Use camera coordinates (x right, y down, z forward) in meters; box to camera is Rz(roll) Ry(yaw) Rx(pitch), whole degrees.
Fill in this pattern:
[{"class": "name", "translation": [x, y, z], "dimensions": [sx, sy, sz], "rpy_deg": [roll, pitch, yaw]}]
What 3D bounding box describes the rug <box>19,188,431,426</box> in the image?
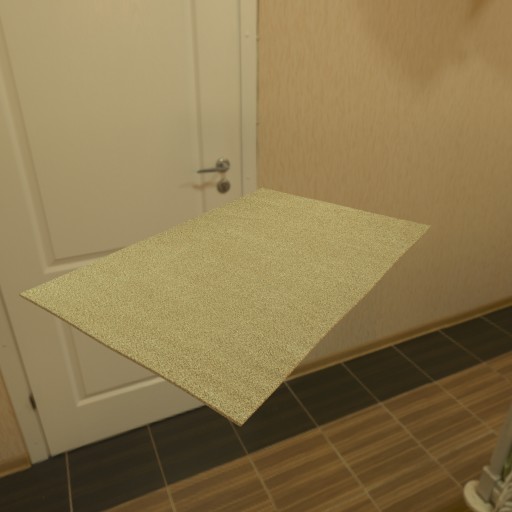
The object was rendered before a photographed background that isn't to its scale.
[{"class": "rug", "translation": [0.000, 0.000, 3.352], "dimensions": [1.800, 0.025, 2.699], "rpy_deg": [18, 32, 32]}]
